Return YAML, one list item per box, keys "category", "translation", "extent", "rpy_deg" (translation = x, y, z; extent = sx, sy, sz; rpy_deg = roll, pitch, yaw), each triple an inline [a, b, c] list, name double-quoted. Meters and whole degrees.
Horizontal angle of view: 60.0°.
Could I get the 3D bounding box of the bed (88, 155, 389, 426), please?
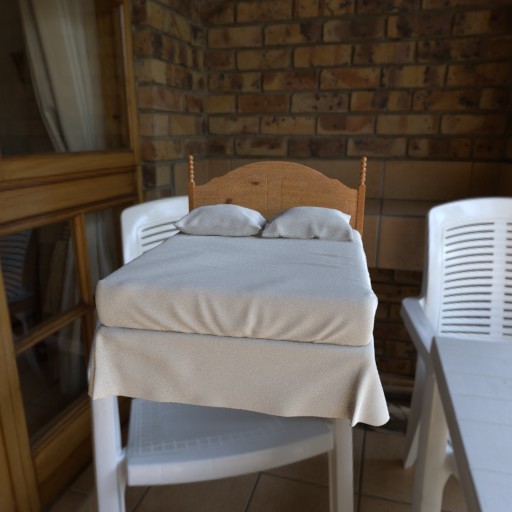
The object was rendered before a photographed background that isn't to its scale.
- category: "bed"
  translation: [0.000, 0.000, 3.295]
  extent: [1.873, 1.356, 2.040]
  rpy_deg: [3, 16, 10]
